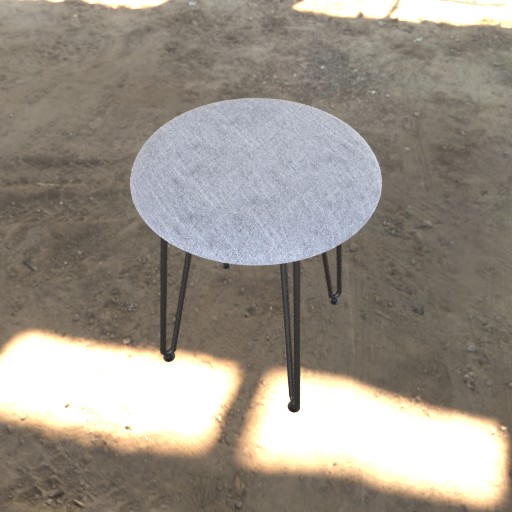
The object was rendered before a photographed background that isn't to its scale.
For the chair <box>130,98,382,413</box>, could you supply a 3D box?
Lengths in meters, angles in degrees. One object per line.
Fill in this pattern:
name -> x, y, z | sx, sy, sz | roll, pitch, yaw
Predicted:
chair -> 0.000, 0.000, 0.671 | 0.350, 0.386, 0.350 | -17, 50, -15
